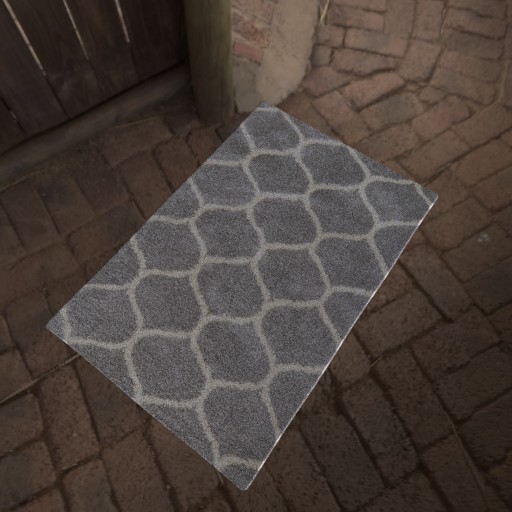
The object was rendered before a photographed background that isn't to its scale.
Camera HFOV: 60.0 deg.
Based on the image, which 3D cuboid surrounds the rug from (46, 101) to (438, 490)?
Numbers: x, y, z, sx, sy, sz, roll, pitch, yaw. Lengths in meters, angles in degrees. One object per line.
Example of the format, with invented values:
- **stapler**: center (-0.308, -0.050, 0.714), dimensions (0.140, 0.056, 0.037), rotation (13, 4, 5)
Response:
- **rug**: center (0.000, 0.000, 3.439), dimensions (1.801, 0.026, 2.701), rotation (33, 68, 15)
